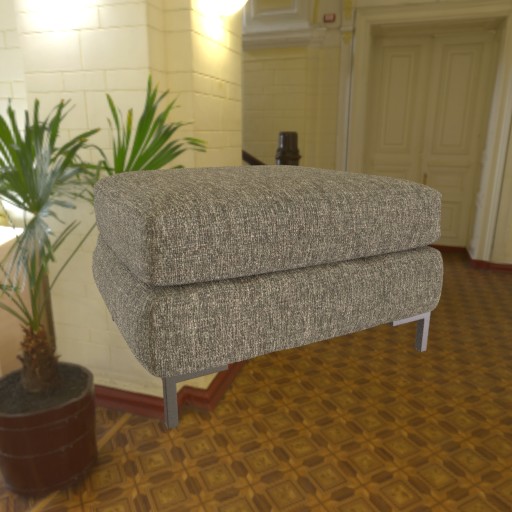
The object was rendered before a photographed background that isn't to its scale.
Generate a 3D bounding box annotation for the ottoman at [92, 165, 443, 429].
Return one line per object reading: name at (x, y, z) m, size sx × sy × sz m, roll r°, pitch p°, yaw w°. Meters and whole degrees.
ottoman at (0.000, 0.000, 1.254) m, size 0.828 × 0.480 × 0.683 m, roll -8°, pitch 18°, yaw -26°
